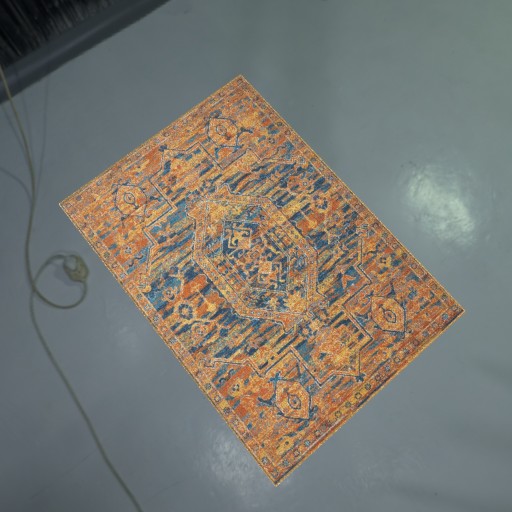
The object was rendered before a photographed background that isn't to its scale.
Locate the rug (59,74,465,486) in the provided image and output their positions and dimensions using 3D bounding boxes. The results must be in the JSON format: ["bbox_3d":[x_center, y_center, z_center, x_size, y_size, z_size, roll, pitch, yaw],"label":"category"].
[{"bbox_3d":[0.000,0.000,3.740,2.043,0.019,2.916,-39,79,-9],"label":"rug"}]
